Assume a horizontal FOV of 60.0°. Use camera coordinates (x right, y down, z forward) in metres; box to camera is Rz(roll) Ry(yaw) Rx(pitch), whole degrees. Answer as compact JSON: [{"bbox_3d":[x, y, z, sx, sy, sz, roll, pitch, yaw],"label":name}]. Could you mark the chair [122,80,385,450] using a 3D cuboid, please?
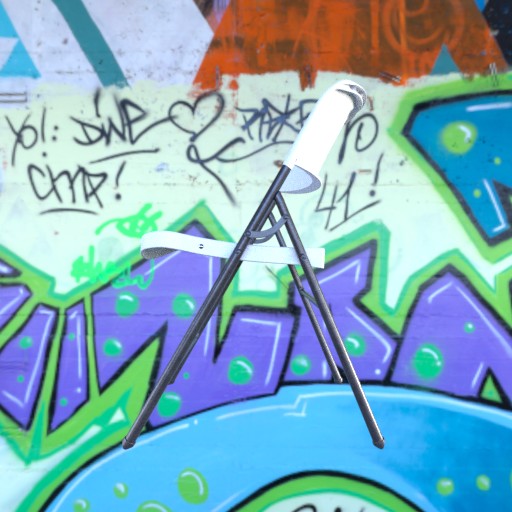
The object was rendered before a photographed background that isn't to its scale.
[{"bbox_3d":[0.000,0.000,1.171,0.566,0.810,0.494,0,0,0],"label":"chair"}]
